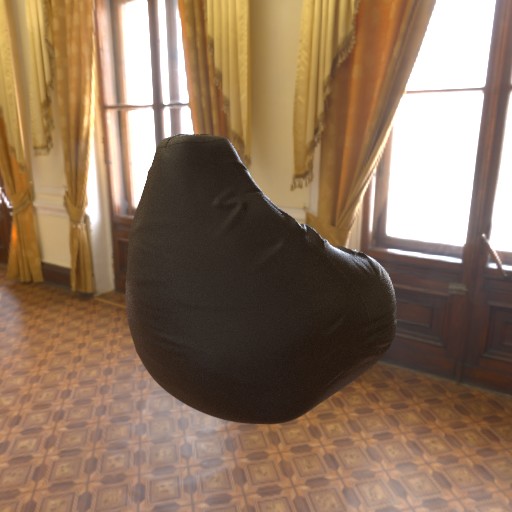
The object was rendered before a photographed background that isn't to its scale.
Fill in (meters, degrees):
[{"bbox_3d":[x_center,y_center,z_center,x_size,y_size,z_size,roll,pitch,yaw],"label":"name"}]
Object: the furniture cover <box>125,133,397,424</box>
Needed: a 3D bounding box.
[{"bbox_3d":[0.000,0.000,1.871,1.070,0.990,1.070,14,20,43],"label":"furniture cover"}]
